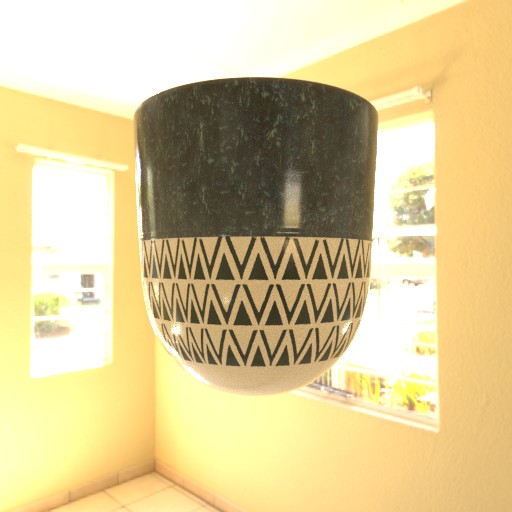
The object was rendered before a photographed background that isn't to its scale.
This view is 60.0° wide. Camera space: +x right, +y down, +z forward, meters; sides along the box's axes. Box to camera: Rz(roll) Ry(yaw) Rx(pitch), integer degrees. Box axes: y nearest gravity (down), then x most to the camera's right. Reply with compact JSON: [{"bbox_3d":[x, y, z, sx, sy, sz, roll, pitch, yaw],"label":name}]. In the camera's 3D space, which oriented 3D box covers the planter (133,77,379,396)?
[{"bbox_3d":[0.000,0.000,0.363,0.195,0.214,0.195,0,-1,0],"label":"planter"}]
